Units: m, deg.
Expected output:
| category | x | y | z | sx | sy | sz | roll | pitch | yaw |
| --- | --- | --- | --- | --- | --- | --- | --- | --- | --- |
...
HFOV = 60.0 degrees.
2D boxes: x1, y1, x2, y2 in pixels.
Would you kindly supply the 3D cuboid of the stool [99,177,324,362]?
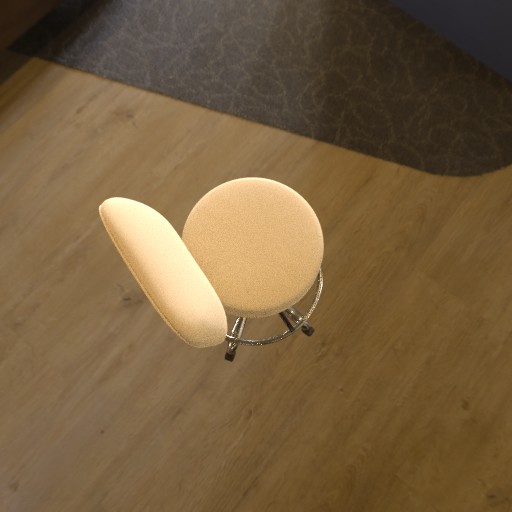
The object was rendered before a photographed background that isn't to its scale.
| category | x | y | z | sx | sy | sz | roll | pitch | yaw |
| --- | --- | --- | --- | --- | --- | --- | --- | --- | --- |
| stool | 0.000 | 0.000 | 1.442 | 0.616 | 1.080 | 0.609 | -33 | 77 | -9 |
